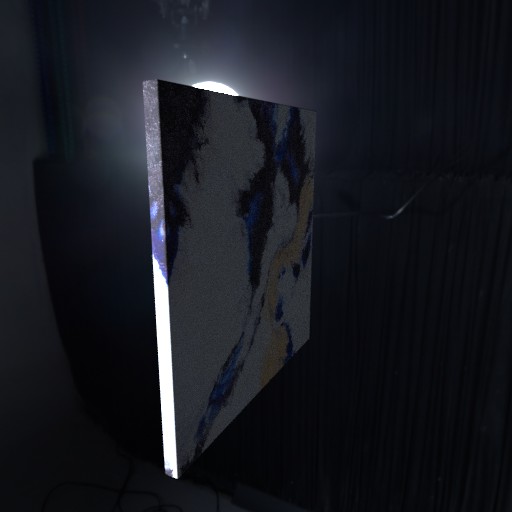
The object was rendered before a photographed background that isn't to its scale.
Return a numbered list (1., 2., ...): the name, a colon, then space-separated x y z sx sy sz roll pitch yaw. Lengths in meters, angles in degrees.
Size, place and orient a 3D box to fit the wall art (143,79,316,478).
1. wall art: 0.000 0.000 1.329 0.038 0.885 0.887 7 16 26
